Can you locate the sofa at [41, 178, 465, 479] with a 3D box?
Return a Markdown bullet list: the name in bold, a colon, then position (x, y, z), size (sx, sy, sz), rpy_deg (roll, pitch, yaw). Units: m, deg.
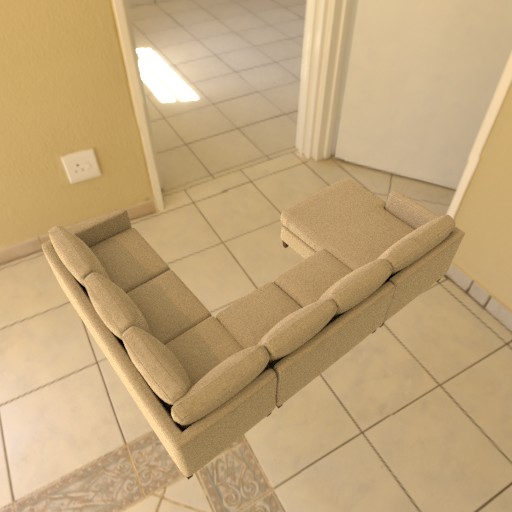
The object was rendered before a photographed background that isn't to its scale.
- **sofa**: position (0.000, 0.000, 4.614), size (3.460, 0.959, 2.593), rpy_deg (-30, 54, -26)
